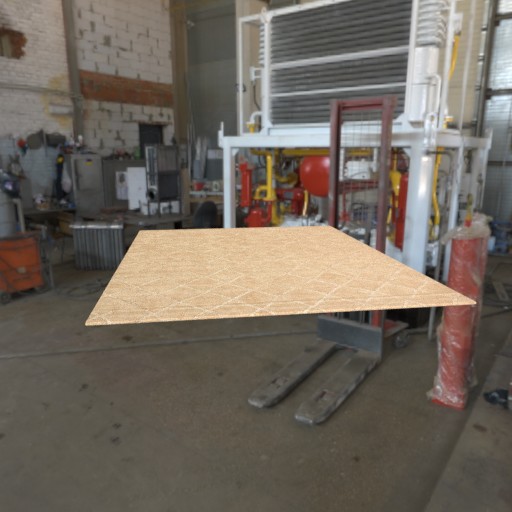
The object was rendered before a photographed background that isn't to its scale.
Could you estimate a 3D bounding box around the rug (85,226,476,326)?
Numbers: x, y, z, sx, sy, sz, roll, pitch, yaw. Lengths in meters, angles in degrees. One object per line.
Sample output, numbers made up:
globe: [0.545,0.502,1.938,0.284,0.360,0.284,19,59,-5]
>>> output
rug: [0.000,0.000,4.147,2.420,0.019,3.039,-2,13,-8]
